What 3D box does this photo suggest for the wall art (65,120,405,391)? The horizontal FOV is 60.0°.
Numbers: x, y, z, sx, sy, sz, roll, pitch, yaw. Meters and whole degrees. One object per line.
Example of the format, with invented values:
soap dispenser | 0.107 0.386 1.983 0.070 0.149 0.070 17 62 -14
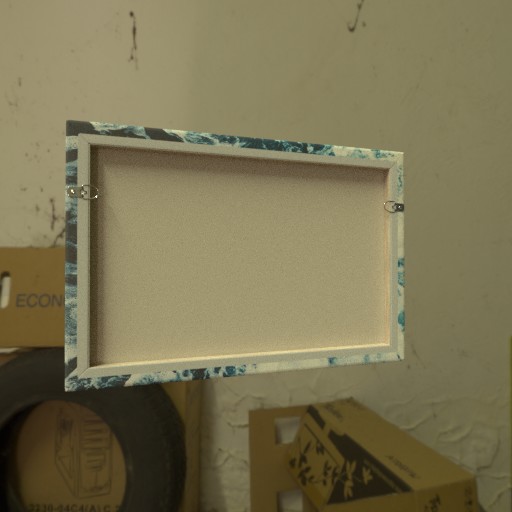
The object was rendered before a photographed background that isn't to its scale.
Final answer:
wall art | 0.000 0.000 1.928 1.524 1.017 0.055 0 -1 -20
